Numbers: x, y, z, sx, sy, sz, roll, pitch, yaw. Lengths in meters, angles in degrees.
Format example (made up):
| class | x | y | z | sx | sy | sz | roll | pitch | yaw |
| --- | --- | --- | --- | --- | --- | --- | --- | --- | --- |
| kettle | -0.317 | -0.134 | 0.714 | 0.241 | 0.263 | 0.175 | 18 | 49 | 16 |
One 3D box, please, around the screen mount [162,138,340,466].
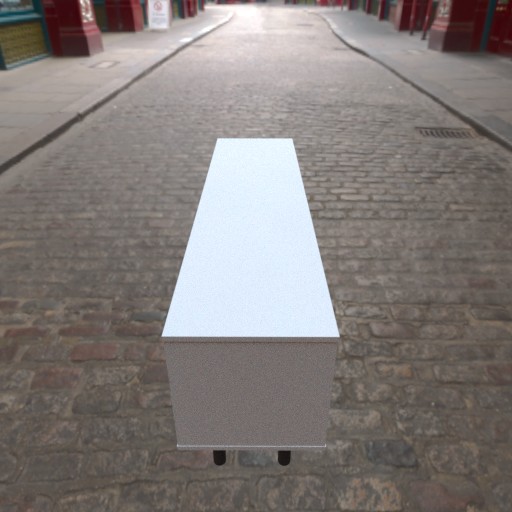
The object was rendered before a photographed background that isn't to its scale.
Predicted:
| class | x | y | z | sx | sy | sz | roll | pitch | yaw |
| --- | --- | --- | --- | --- | --- | --- | --- | --- | --- |
| screen mount | 0.000 | 0.000 | 1.816 | 0.418 | 0.520 | 1.600 | 0 | 30 | 0 |
